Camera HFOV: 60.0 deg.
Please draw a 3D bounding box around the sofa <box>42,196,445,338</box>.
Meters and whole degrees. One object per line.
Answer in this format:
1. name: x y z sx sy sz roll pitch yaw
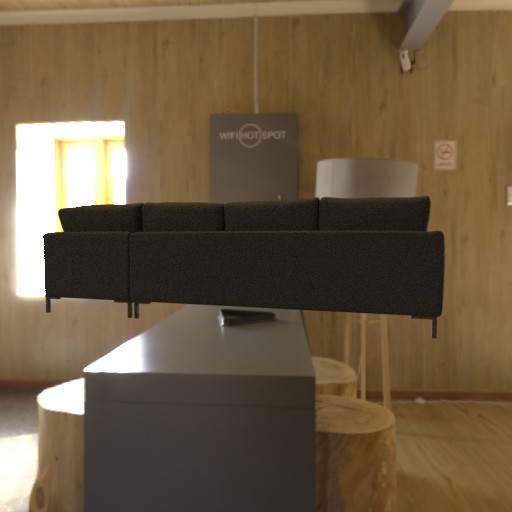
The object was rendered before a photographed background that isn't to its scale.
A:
1. sofa: 0.000 0.000 3.943 2.975 0.858 1.984 1 2 19
